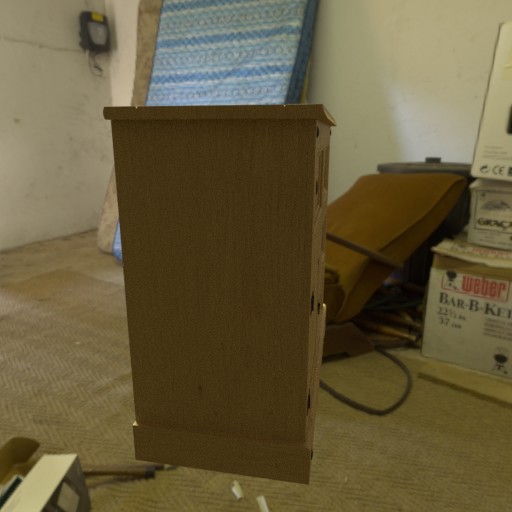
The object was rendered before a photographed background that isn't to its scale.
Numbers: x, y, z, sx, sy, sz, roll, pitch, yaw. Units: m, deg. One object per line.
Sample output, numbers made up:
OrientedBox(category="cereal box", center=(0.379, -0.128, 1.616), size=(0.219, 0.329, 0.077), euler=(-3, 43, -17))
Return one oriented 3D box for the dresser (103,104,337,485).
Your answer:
OrientedBox(category="dresser", center=(0.000, 0.000, 1.377), size=(0.440, 0.835, 0.915), euler=(3, 16, 11))
